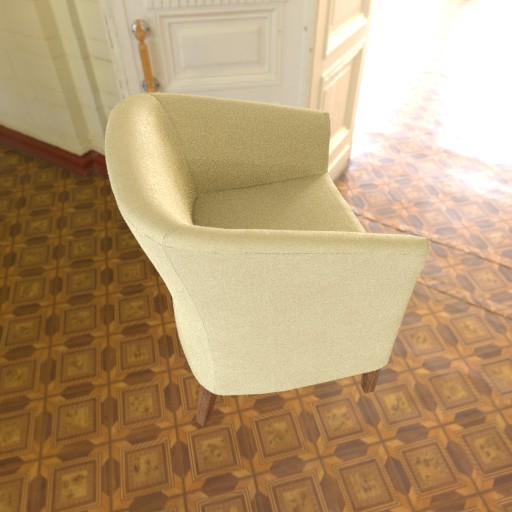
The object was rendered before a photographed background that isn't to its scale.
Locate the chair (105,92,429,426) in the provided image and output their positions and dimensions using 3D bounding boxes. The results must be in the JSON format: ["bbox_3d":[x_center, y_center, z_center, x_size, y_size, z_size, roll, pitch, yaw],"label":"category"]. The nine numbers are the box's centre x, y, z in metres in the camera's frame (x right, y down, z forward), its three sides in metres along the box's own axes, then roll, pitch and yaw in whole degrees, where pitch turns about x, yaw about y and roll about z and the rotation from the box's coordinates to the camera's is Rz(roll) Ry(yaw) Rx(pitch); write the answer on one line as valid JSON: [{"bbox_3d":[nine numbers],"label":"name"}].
[{"bbox_3d":[0.000,0.000,1.276,0.657,0.822,0.643,-10,46,-10],"label":"chair"}]
